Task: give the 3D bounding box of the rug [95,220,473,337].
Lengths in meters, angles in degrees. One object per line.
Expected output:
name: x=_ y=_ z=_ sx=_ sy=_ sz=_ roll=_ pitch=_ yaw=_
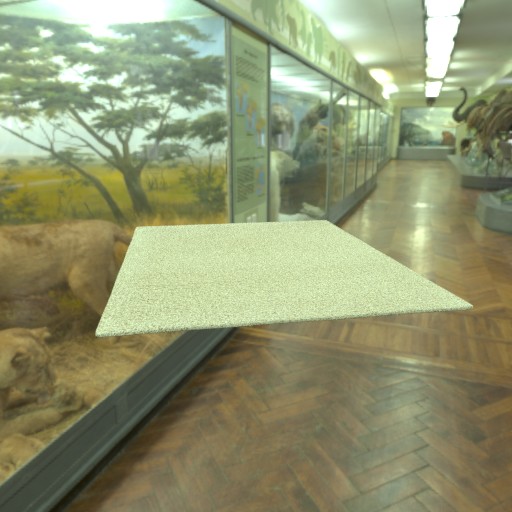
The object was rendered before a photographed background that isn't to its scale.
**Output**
rug: x=0.000 y=0.000 z=4.203 sx=2.438 sy=0.029 sz=3.047 roll=-3 pitch=16 yaw=-10
